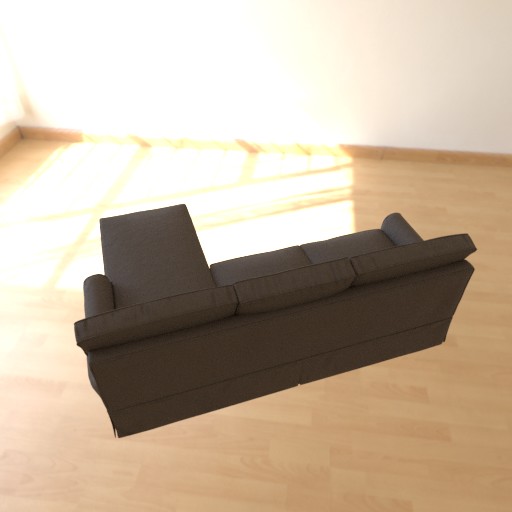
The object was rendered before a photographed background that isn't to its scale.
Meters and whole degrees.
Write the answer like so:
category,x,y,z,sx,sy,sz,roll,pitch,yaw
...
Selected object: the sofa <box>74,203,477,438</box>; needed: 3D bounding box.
category,x,y,z,sx,sy,sz,roll,pitch,yaw
sofa,0.000,0.000,3.336,2.475,0.978,1.733,-12,42,-13
